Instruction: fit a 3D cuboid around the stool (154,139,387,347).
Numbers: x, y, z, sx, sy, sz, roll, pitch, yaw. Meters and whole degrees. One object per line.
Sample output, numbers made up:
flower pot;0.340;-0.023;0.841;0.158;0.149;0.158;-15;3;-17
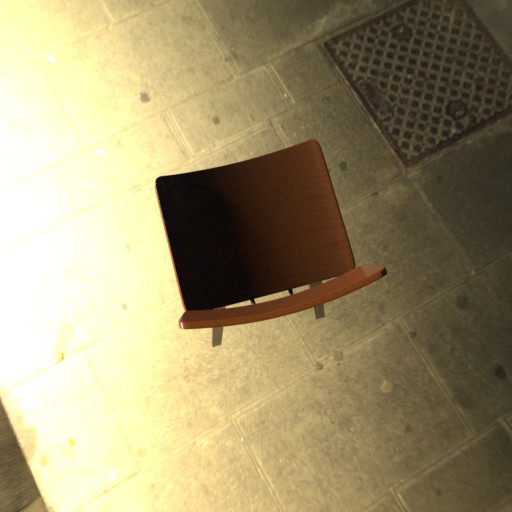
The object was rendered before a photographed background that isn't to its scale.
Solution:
stool;0.000;0.000;1.259;0.509;0.969;0.440;-15;77;-3
